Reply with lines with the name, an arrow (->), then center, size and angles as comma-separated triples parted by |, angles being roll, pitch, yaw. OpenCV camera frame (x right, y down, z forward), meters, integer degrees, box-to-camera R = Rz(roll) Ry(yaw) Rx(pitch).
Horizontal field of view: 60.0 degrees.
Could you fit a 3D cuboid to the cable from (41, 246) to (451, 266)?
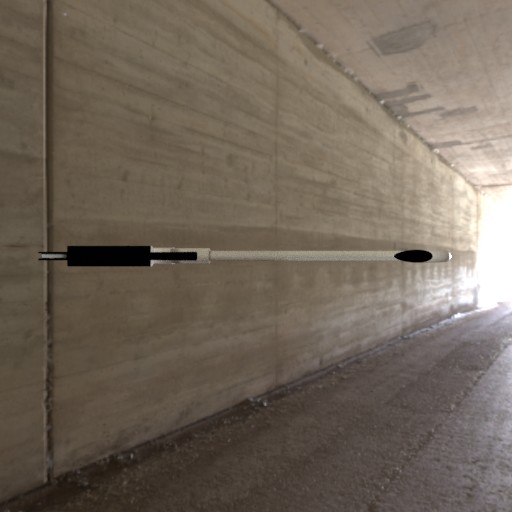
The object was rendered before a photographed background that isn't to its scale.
cable -> 0.000, 0.000, 0.113 | 0.098, 0.005, 0.041 | 0, 0, 0
